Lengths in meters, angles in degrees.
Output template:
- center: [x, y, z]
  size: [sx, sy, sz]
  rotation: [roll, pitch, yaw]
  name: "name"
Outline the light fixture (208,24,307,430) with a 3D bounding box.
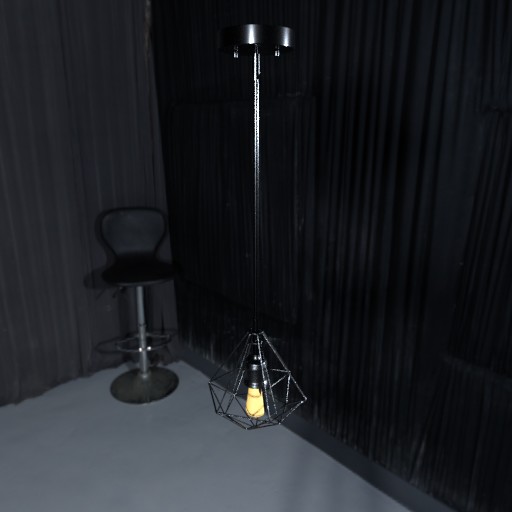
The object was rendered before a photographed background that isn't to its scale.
- center: [0.000, 0.000, 1.932]
  size: [0.487, 1.764, 0.431]
  rotation: [-15, 22, -42]
  name: "light fixture"
